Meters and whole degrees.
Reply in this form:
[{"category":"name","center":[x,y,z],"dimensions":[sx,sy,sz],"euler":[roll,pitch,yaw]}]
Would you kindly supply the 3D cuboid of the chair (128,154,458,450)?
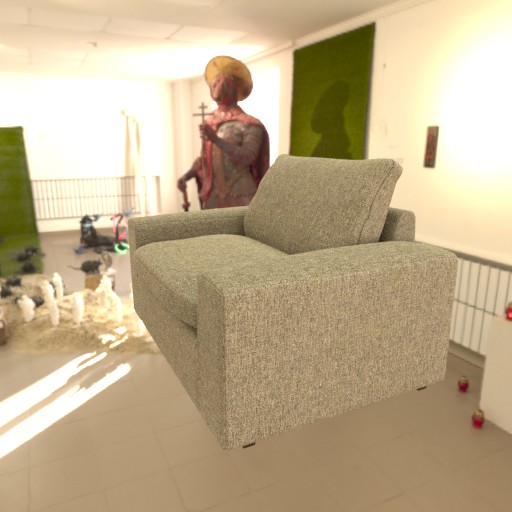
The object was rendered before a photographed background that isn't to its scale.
[{"category":"chair","center":[0.000,0.000,2.089],"dimensions":[1.039,0.915,1.398],"euler":[-7,16,-26]}]
